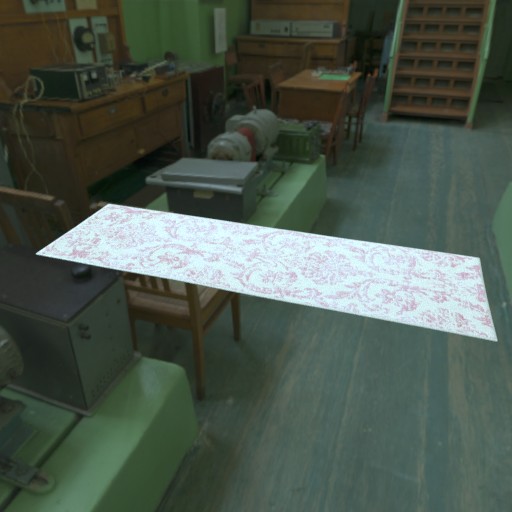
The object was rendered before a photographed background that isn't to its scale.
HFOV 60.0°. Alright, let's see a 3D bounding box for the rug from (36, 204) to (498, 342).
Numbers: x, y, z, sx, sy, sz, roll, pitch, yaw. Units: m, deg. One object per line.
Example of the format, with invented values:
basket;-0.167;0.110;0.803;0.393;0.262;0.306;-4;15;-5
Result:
rug;0.000;0.000;2.287;2.196;0.011;0.662;9;32;15
